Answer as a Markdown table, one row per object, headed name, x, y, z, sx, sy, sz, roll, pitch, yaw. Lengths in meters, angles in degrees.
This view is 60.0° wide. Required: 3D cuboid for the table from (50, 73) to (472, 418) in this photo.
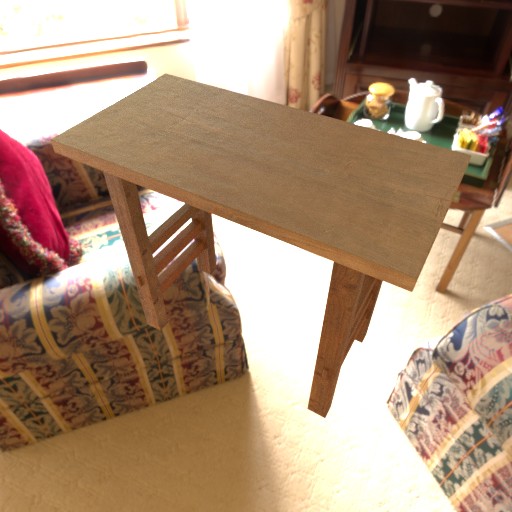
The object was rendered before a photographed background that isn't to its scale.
| name | x | y | z | sx | sy | sz | roll | pitch | yaw |
| --- | --- | --- | --- | --- | --- | --- | --- | --- | --- |
| table | 0.000 | 0.000 | 1.634 | 1.119 | 0.914 | 0.556 | 23 | 49 | 21 |
